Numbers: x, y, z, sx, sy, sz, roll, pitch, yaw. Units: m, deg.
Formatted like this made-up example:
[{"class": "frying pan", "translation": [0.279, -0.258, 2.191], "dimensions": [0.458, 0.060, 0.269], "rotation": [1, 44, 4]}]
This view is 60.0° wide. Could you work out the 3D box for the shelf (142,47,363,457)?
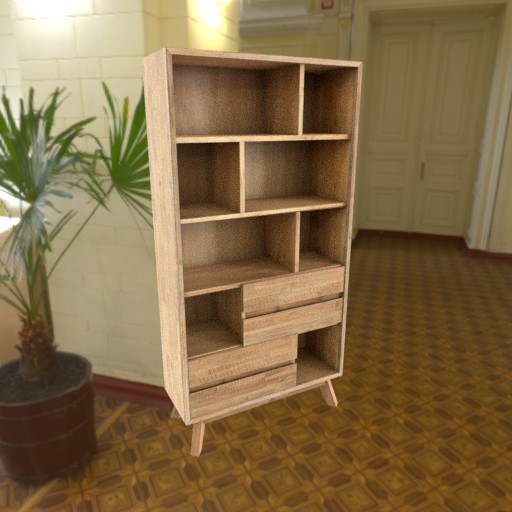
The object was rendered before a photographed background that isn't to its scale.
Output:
[{"class": "shelf", "translation": [0.000, 0.000, 1.804], "dimensions": [0.748, 1.471, 0.308], "rotation": [-9, 19, -26]}]
